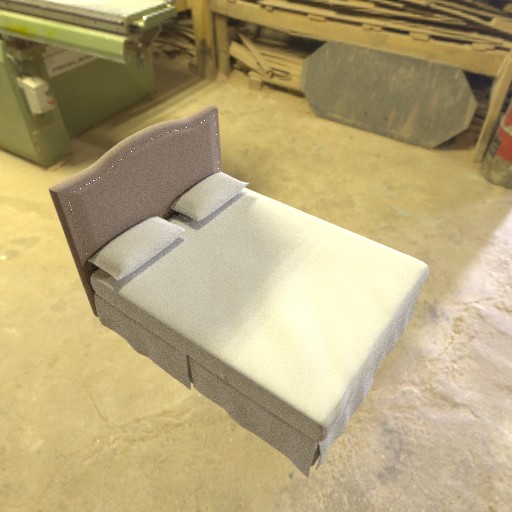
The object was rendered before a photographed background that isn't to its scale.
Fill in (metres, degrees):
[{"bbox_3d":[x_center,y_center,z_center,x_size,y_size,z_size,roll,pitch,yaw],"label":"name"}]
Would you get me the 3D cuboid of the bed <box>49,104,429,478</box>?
[{"bbox_3d":[0.000,0.000,3.436,2.282,1.436,1.821,26,48,26],"label":"bed"}]
